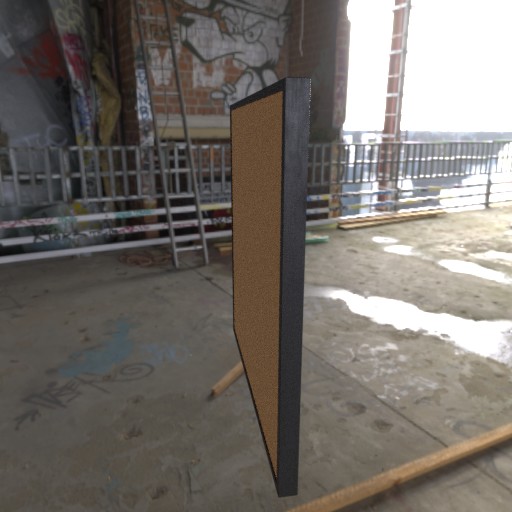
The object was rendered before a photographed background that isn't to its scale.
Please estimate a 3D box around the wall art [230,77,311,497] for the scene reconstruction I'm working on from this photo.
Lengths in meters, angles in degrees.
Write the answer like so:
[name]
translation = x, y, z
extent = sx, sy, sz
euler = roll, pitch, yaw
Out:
[wall art]
translation = 0.000, 0.000, 1.122
extent = 0.039, 0.763, 0.763
euler = -3, 16, -9
